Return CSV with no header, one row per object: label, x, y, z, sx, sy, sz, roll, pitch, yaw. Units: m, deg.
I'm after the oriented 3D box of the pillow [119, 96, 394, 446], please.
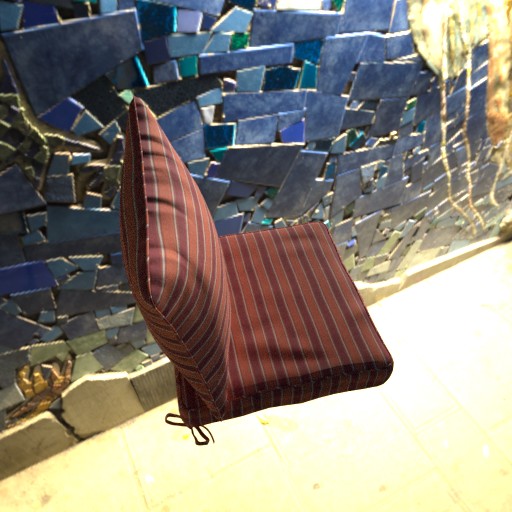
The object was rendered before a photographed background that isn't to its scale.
pillow,0.000,0.000,1.345,0.733,0.723,0.799,-9,47,-9
